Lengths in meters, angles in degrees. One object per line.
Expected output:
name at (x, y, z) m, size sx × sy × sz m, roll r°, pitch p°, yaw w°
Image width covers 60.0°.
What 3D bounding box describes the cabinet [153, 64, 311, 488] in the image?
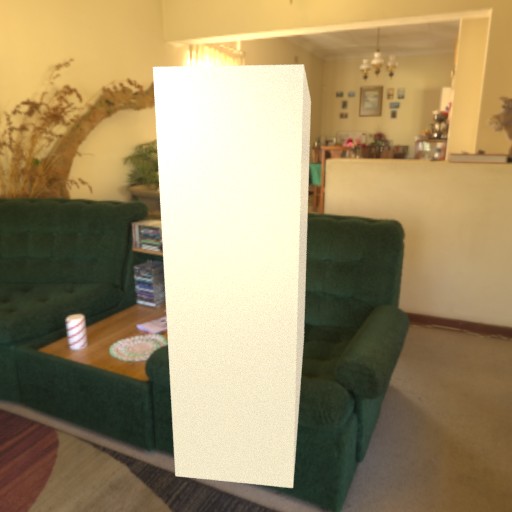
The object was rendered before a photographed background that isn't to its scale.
cabinet at (0.000, 0.000, 1.622) m, size 0.348 × 1.150 × 0.990 m, roll 2°, pitch 15°, yaw 7°
